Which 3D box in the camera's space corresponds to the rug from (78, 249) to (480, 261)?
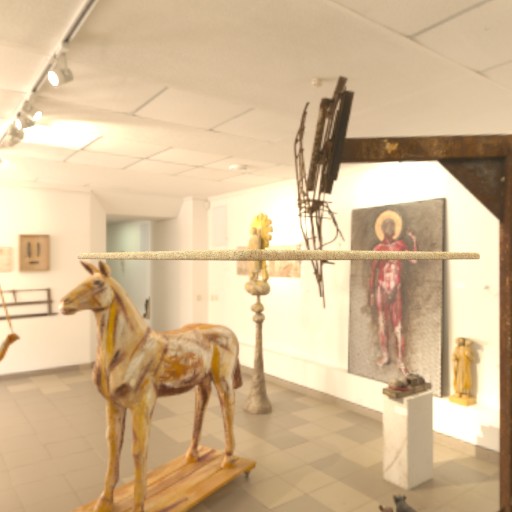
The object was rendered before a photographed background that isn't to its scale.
[{"bbox_3d":[0.000,0.000,3.419,2.009,0.048,2.528,0,0,-37],"label":"rug"}]
